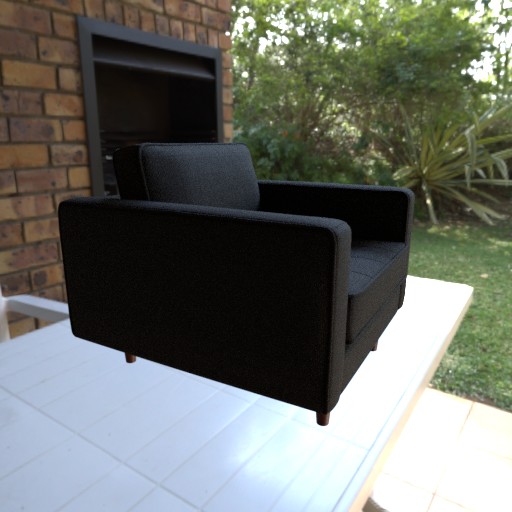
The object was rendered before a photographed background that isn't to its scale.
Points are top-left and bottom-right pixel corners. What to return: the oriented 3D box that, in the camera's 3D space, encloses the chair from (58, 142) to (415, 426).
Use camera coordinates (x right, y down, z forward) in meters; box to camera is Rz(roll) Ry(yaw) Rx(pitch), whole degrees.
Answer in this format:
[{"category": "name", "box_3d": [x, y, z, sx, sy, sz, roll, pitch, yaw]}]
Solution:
[{"category": "chair", "box_3d": [0.000, 0.000, 1.552, 0.919, 0.770, 0.899, 8, 17, 28]}]
